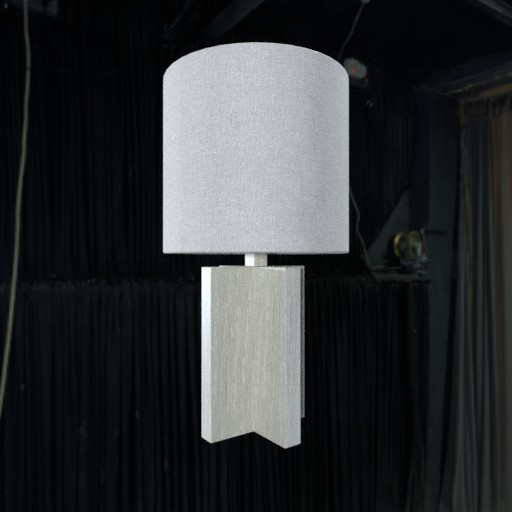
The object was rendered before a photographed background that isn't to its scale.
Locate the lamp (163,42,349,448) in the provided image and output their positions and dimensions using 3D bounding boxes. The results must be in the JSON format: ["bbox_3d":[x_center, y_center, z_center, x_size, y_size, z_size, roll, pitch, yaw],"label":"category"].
[{"bbox_3d":[0.000,0.000,0.557,0.229,0.428,0.229,0,0,-36],"label":"lamp"}]
